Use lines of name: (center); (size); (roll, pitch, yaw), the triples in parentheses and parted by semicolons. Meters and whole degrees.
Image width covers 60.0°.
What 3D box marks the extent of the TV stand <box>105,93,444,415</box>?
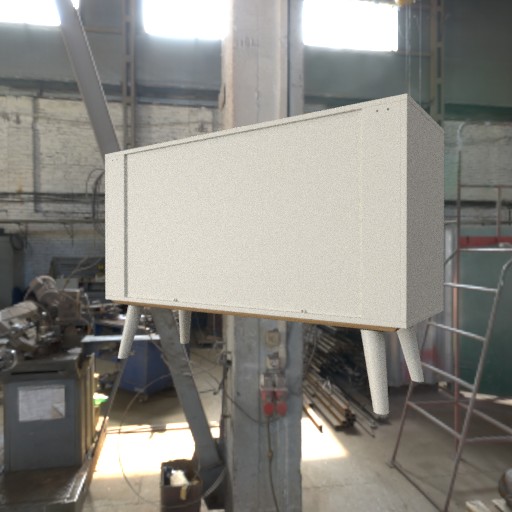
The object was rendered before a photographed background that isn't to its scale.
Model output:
TV stand: (0.000, 0.000, 1.604); (1.193, 0.812, 0.406); (0, 1, 35)
